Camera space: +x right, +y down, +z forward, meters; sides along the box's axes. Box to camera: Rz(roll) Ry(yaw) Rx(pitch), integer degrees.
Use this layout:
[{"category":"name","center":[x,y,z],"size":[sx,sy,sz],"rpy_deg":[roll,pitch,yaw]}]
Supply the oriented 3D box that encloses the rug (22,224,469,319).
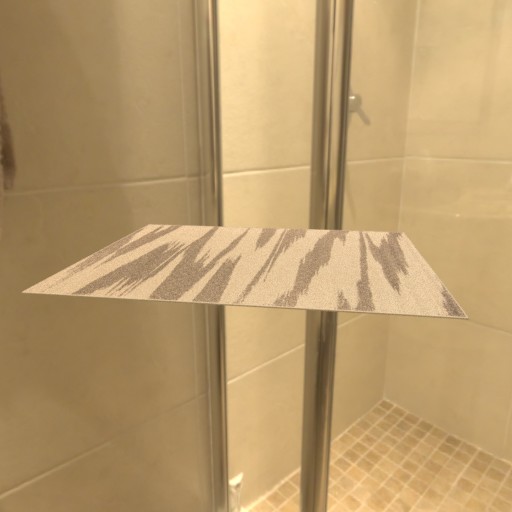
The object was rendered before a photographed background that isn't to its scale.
[{"category":"rug","center":[0.000,0.000,3.976],"size":[2.945,0.014,2.353],"rpy_deg":[2,16,8]}]
